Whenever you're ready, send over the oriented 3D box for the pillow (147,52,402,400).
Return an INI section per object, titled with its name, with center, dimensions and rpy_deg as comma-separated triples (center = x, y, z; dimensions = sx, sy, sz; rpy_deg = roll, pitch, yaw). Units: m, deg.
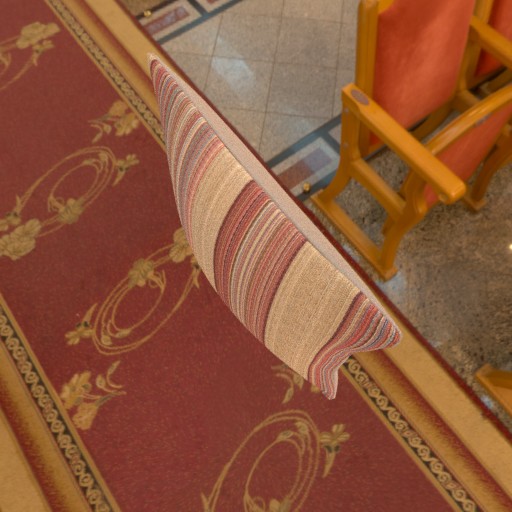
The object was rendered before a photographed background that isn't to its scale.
[pillow]
center = 0.000, 0.000, 0.640
dimensions = 0.136, 0.419, 0.437
rpy_deg = -34, 70, -14
